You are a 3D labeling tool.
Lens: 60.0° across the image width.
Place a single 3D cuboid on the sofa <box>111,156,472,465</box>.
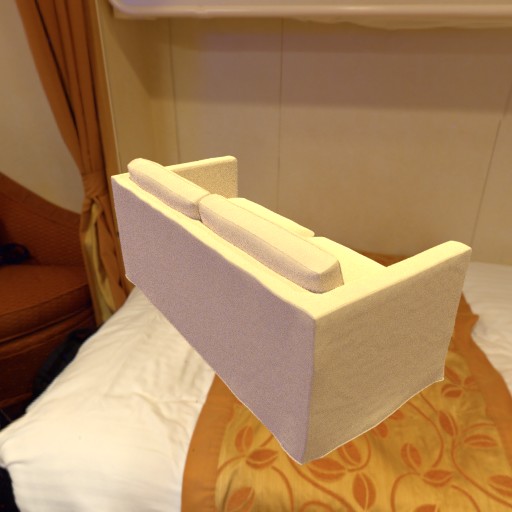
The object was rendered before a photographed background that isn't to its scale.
[{"bbox_3d":[0.000,0.000,2.507,0.940,0.870,1.987,-18,32,-31],"label":"sofa"}]
